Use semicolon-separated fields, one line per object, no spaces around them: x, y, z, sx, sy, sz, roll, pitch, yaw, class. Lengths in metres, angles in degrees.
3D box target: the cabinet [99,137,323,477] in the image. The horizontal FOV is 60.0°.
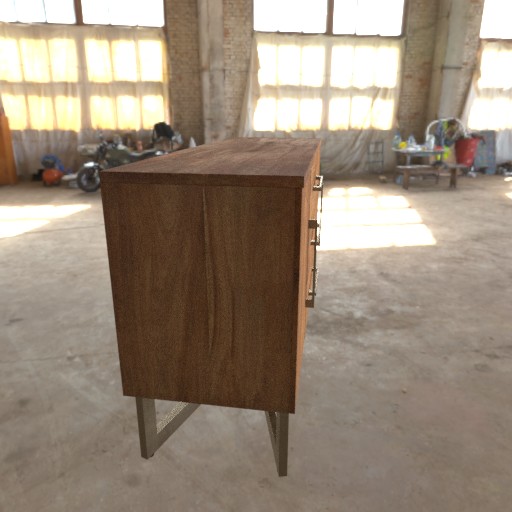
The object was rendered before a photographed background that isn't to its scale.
0.000;0.000;1.715;0.480;0.812;1.373;3;18;9;cabinet
